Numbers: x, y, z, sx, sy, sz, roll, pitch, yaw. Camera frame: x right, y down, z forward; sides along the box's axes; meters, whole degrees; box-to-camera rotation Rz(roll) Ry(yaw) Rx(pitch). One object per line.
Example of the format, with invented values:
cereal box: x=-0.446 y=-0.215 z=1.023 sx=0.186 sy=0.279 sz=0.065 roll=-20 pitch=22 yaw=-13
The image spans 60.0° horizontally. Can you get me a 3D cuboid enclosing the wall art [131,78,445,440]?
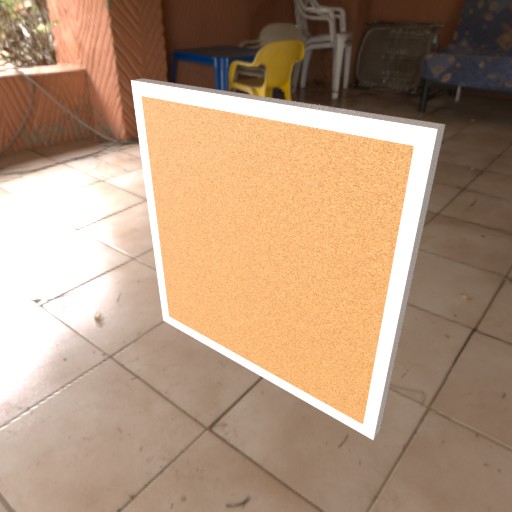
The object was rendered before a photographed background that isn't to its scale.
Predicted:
wall art: x=0.000 y=0.000 z=1.114 sx=0.762 sy=0.762 sz=0.038 roll=21 pitch=37 yaw=32
